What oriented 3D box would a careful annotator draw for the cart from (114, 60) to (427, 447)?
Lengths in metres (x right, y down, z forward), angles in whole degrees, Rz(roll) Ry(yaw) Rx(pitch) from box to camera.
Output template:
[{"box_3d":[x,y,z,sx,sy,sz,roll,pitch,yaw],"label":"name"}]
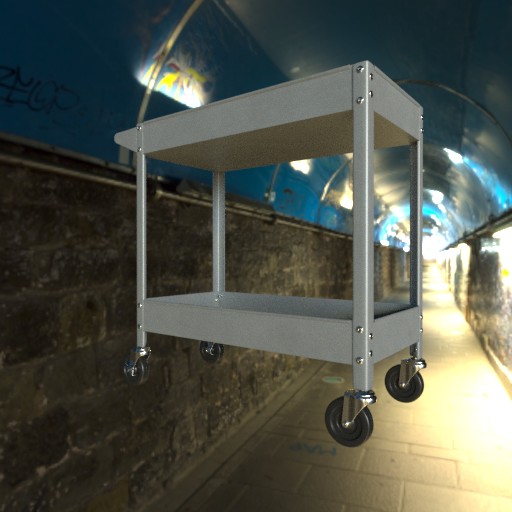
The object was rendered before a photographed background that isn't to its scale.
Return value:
[{"box_3d":[0.000,0.000,1.167,0.779,0.719,0.366,0,0,37],"label":"cart"}]
